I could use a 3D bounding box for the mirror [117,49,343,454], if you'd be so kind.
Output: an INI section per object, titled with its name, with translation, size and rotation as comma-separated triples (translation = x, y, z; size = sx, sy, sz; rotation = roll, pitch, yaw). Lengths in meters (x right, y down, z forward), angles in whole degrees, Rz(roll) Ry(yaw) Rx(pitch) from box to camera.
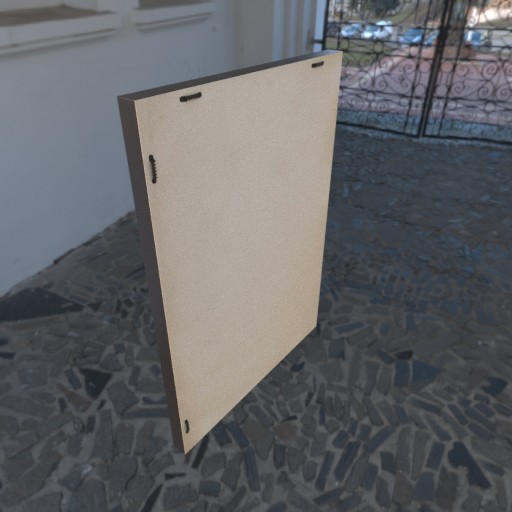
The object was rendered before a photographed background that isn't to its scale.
[mirror]
translation = 0.000, 0.000, 0.900
size = 0.040, 0.710, 0.507
rotation = 23, 39, 32
